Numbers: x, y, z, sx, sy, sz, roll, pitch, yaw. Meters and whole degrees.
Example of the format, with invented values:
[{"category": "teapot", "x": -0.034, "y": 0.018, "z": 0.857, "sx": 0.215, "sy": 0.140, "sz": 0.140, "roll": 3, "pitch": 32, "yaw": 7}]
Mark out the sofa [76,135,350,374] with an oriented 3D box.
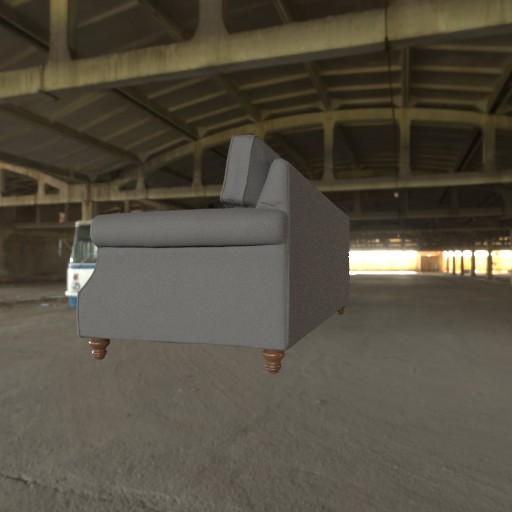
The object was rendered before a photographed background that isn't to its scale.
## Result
[{"category": "sofa", "x": 0.000, "y": 0.000, "z": 2.832, "sx": 0.966, "sy": 0.948, "sz": 2.353, "roll": 0, "pitch": -1, "yaw": 18}]
